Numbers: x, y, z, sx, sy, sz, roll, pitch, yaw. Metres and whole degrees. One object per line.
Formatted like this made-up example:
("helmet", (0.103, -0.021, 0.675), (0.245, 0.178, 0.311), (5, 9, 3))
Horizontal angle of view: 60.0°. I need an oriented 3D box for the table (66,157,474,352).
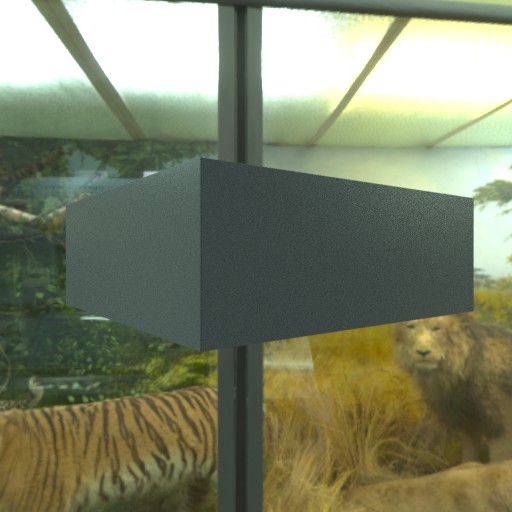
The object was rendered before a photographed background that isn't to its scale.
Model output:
("table", (0.000, 0.000, 1.223), (0.801, 0.299, 0.801), (0, 0, -37))
